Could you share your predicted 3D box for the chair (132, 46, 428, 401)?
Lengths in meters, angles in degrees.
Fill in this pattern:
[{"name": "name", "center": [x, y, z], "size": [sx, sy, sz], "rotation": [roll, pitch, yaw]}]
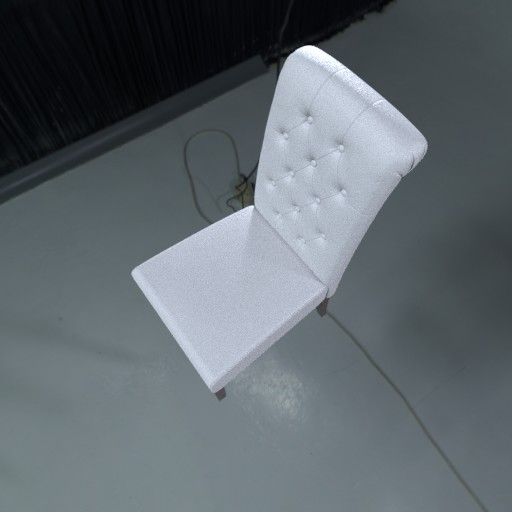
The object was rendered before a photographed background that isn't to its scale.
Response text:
[{"name": "chair", "center": [0.000, 0.000, 1.365], "size": [0.671, 1.006, 0.456], "rotation": [-34, 68, -16]}]
